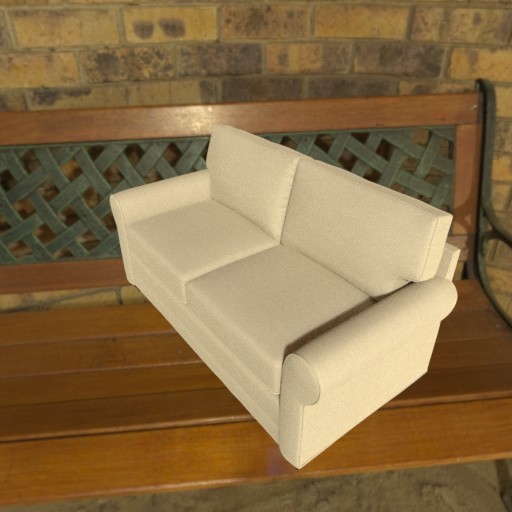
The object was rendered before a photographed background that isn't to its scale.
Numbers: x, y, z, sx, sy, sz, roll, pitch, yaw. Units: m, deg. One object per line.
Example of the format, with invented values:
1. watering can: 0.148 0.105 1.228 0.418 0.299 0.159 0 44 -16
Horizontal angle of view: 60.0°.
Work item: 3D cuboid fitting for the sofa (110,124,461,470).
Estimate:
1. sofa: 0.000 0.000 2.257 0.861 0.933 1.774 -22 38 -31
